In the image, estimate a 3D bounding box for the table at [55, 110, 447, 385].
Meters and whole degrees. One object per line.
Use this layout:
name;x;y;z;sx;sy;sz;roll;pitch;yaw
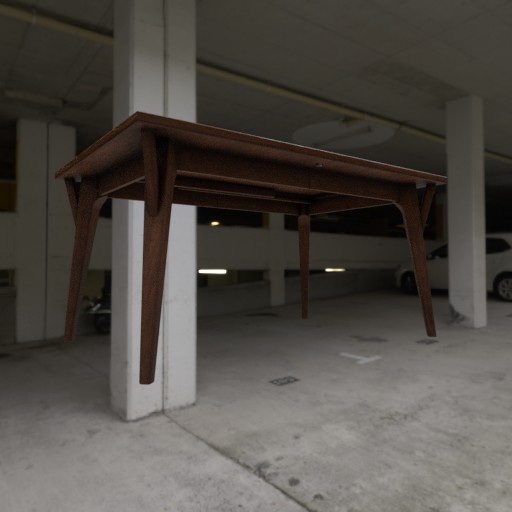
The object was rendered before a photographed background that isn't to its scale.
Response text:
table;0.000;0.000;2.041;1.524;0.761;0.990;1;-2;-36
